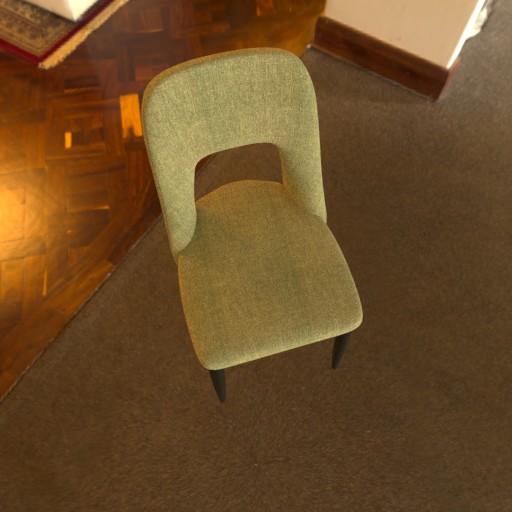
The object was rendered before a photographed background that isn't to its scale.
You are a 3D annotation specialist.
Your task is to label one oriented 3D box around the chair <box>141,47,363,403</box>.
[{"bbox_3d":[0.000,0.000,1.284,0.470,0.931,0.612,-15,66,-7],"label":"chair"}]
